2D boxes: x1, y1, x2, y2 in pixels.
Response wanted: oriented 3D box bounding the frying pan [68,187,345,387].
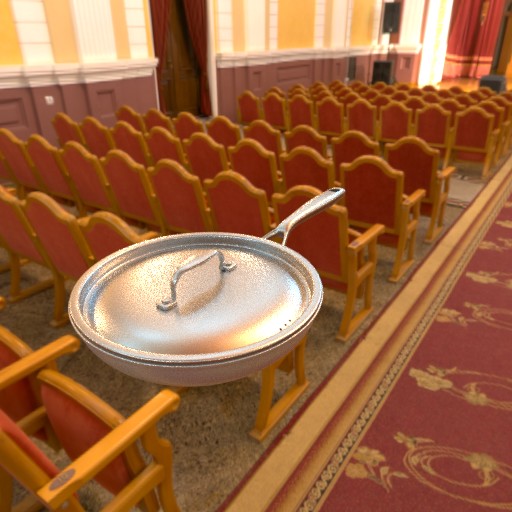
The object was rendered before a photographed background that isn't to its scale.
[{"bbox_3d":[0.000,0.000,0.575,0.272,0.086,0.490,18,32,31],"label":"frying pan"}]
